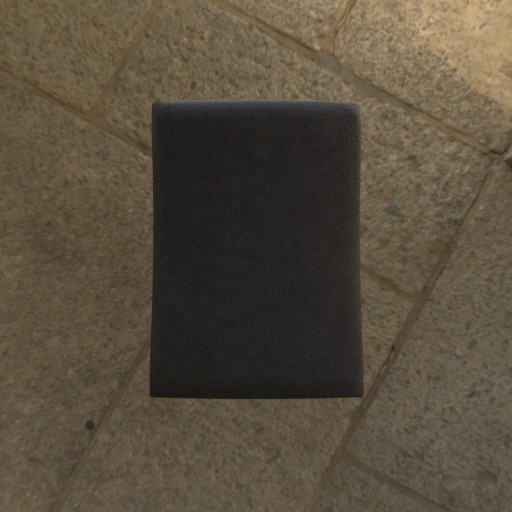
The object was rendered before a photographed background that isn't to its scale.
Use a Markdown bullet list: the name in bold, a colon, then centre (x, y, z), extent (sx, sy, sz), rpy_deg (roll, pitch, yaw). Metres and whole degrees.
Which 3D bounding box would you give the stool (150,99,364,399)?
- **stool**: centre (0.000, 0.000, 1.017), extent (0.361, 0.765, 0.500), rpy_deg (0, 88, 0)
